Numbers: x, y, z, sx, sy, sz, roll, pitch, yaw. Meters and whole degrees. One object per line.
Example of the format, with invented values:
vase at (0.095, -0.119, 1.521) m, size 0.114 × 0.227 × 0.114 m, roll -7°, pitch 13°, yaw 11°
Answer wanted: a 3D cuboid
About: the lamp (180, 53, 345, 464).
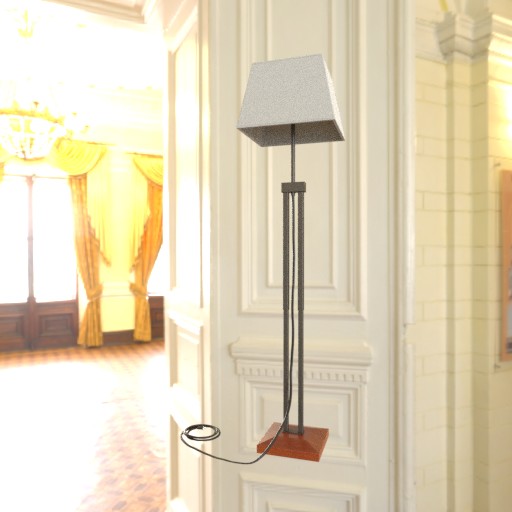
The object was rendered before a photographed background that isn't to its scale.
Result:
lamp at (0.000, 0.000, 2.009) m, size 0.745 × 1.712 × 0.472 m, roll 0°, pitch 1°, yaw 18°
